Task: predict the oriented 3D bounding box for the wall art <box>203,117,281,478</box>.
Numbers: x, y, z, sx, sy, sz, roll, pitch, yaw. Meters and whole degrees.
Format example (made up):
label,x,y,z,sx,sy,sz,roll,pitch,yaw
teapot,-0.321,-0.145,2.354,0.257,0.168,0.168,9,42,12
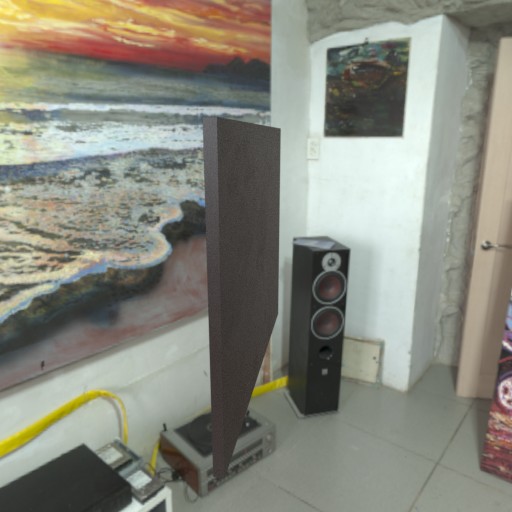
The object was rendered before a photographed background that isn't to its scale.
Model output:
label,x,y,z,sx,sy,sz,roll,pitch,yaw
wall art,0.000,0.000,1.677,0.034,0.952,1.207,3,15,9
